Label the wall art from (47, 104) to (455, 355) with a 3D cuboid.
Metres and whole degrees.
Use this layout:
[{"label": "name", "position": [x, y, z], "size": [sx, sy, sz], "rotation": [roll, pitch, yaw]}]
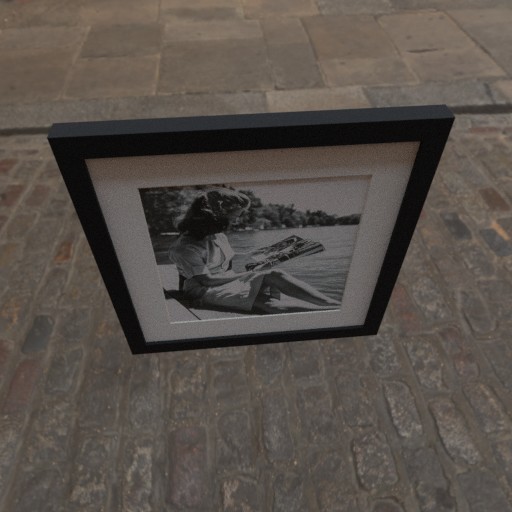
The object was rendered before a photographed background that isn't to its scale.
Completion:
[{"label": "wall art", "position": [0.000, 0.000, 0.677], "size": [0.462, 0.458, 0.030], "rotation": [-4, 47, -4]}]
